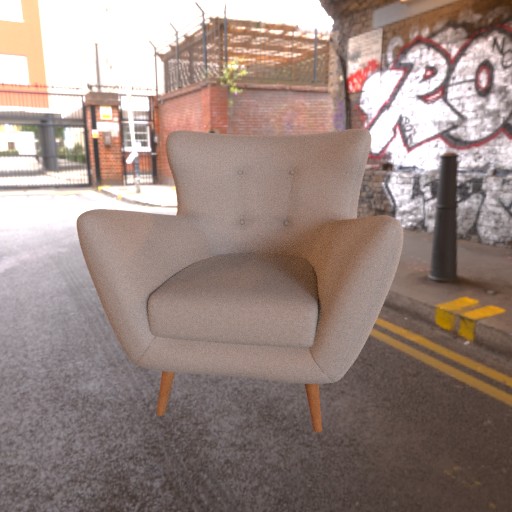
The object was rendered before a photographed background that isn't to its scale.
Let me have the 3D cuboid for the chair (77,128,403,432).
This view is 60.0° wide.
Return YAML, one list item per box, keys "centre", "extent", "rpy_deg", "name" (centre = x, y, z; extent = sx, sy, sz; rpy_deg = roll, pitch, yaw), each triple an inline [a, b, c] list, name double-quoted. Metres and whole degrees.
- centre: [0.000, 0.000, 1.575]
  extent: [0.890, 0.889, 0.889]
  rpy_deg: [2, 13, 10]
  name: "chair"
